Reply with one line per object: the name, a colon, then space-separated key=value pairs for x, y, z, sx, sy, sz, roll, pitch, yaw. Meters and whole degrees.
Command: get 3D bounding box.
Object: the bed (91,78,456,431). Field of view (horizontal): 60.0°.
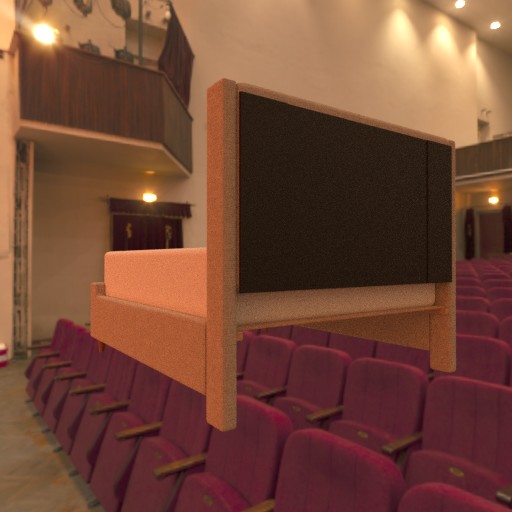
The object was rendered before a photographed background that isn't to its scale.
bed: x=0.000 y=0.000 z=3.688 sx=2.045 sy=1.743 sz=2.370 roll=0 pitch=0 yaw=-35
